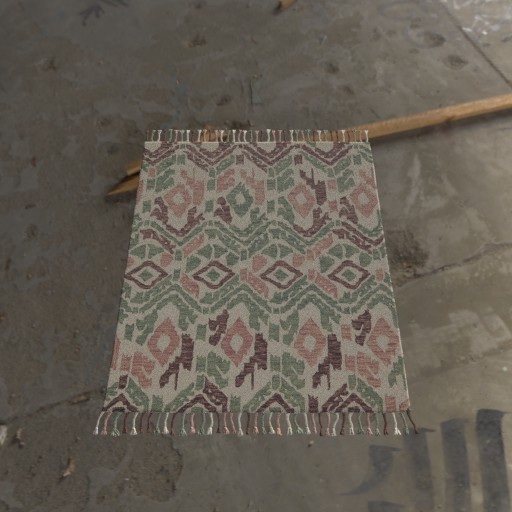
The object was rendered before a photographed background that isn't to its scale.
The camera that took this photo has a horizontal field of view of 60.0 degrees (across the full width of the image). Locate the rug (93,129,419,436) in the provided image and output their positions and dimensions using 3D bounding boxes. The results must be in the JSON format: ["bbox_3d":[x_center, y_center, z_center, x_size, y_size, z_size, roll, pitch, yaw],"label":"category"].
[{"bbox_3d":[0.000,0.000,4.019,2.438,0.010,3.048,0,62,0],"label":"rug"}]
